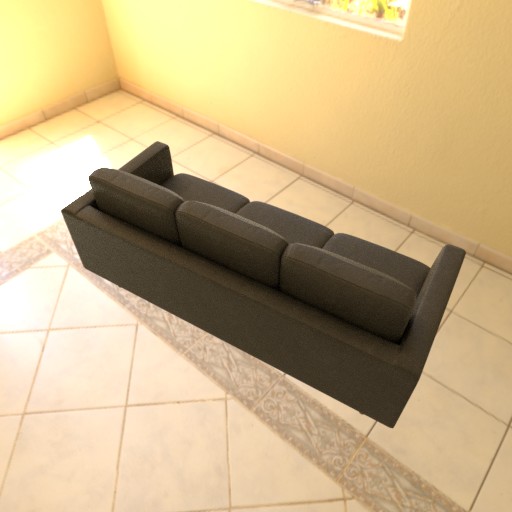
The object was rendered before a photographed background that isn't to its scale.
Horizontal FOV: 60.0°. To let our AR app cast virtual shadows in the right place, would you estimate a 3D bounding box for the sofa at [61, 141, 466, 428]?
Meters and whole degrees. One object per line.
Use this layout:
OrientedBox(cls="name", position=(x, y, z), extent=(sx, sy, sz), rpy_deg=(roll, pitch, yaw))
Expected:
OrientedBox(cls="sofa", position=(0.000, 0.000, 2.535), extent=(2.029, 0.899, 0.879), rpy_deg=(23, 50, 21))
